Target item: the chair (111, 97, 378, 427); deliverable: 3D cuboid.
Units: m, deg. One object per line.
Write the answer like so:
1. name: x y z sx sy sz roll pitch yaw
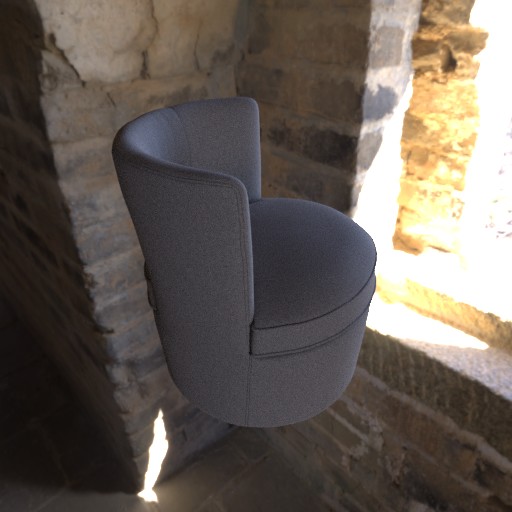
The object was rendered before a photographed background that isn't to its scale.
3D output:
1. chair: 0.000 0.000 1.231 0.660 0.719 0.689 1 31 2
